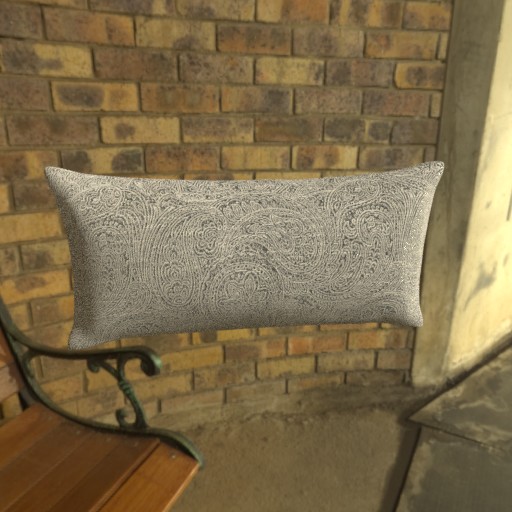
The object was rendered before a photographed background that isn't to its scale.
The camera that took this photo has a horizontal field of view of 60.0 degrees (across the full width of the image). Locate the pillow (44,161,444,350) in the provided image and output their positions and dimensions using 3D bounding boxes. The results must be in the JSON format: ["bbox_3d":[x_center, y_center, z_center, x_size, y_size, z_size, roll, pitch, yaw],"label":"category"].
[{"bbox_3d":[0.000,0.000,0.717,0.615,0.295,0.151,-2,16,-8],"label":"pillow"}]
